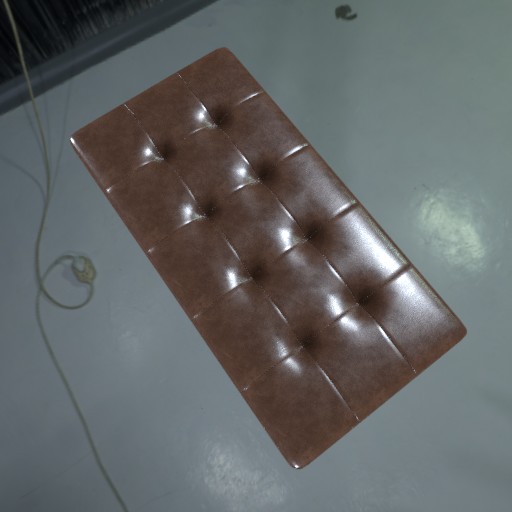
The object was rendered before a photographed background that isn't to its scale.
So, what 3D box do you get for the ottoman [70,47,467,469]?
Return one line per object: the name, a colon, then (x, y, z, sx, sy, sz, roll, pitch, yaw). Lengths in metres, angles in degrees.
ottoman: (0.000, 0.000, 1.110, 0.432, 0.470, 0.838, -35, 77, -9)
